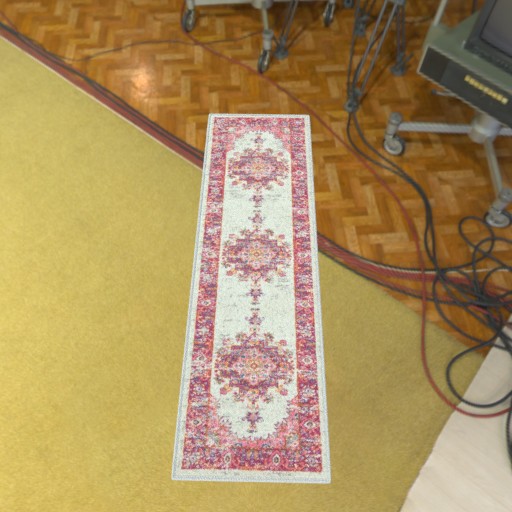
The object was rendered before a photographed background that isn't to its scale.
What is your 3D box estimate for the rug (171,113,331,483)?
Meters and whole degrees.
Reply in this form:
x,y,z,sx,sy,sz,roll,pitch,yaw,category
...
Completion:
x,y,z,sx,sy,sz,roll,pitch,yaw,category
0.000,0.000,2.005,0.562,0.009,1.824,1,60,1,rug
